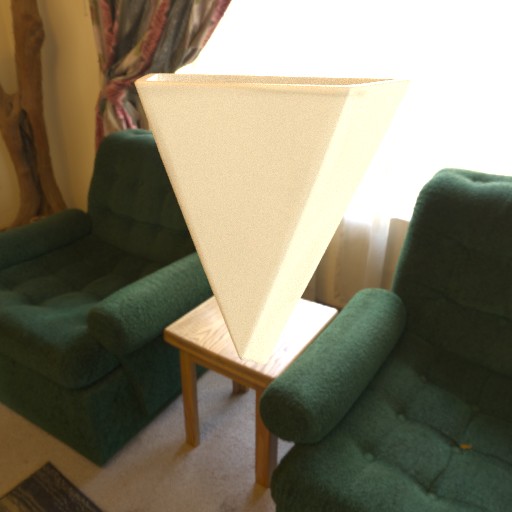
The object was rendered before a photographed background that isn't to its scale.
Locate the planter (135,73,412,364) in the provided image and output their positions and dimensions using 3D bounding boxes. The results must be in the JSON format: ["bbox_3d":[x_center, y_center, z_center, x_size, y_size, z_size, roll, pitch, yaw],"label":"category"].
[{"bbox_3d":[0.000,0.000,0.266,0.150,0.197,0.060,8,27,16],"label":"planter"}]
